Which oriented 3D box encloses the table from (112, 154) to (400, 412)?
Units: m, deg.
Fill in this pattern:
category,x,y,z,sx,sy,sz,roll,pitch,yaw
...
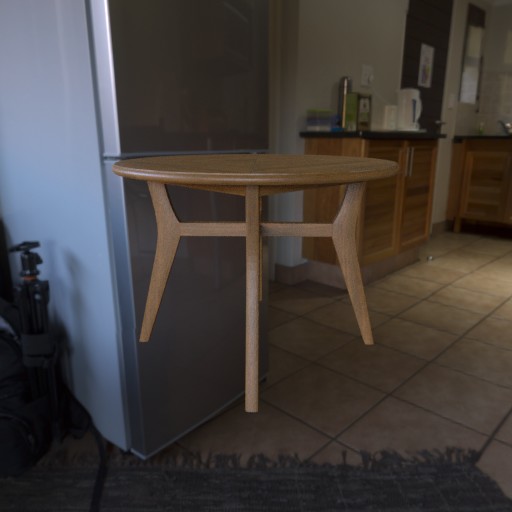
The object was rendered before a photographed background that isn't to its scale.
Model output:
category,x,y,z,sx,sy,sz,roll,pitch,yaw
table,0.000,0.000,1.800,1.055,0.757,1.055,0,16,0
